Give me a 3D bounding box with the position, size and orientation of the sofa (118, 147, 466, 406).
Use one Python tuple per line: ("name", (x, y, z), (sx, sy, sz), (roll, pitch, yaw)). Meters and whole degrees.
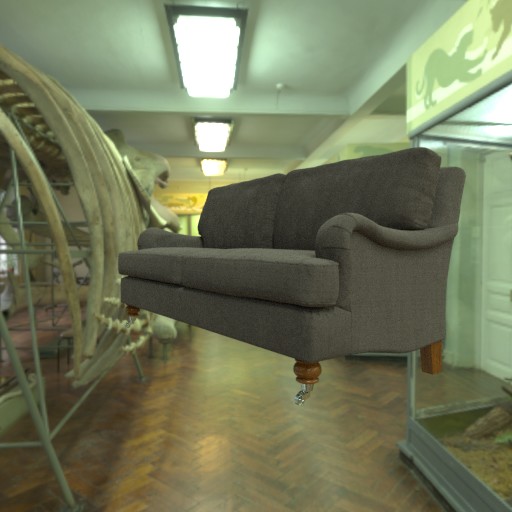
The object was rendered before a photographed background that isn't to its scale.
("sofa", (0.000, 0.000, 2.741), (1.086, 1.087, 2.165), (-1, 2, -35))
